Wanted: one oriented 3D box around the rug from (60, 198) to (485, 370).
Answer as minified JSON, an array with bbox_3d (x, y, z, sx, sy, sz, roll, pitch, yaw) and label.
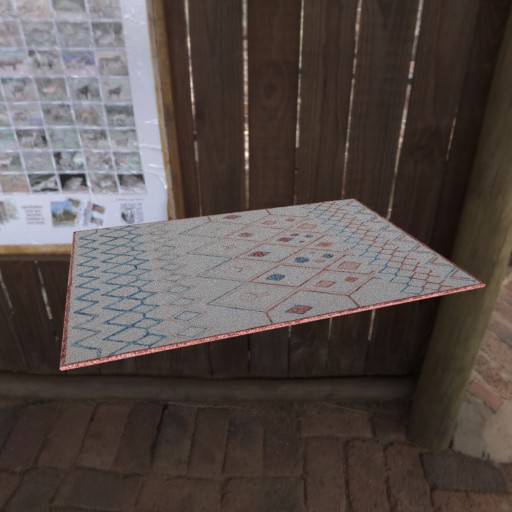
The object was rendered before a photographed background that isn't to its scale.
[{"bbox_3d":[0.000,0.000,2.304,1.829,0.016,1.219,-8,28,-16],"label":"rug"}]
